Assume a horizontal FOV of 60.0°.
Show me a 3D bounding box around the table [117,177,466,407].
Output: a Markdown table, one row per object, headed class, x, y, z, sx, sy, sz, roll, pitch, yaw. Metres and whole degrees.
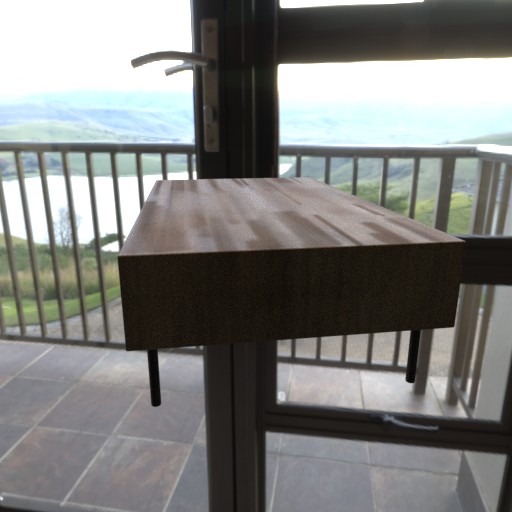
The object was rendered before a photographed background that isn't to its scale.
| class | x | y | z | sx | sy | sz | roll | pitch | yaw |
| --- | --- | --- | --- | --- | --- | --- | --- | --- | --- |
| table | 0.000 | 0.000 | 1.356 | 0.643 | 0.347 | 1.088 | -3 | 17 | -8 |
